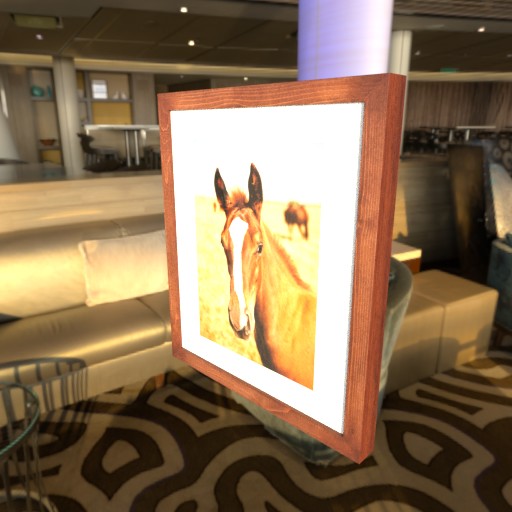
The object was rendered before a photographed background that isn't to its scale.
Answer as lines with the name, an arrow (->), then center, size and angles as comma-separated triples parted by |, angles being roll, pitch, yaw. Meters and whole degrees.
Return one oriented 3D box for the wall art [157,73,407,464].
wall art -> 0.000, 0.000, 0.532 | 0.330, 0.381, 0.030 | 15, 22, 42
